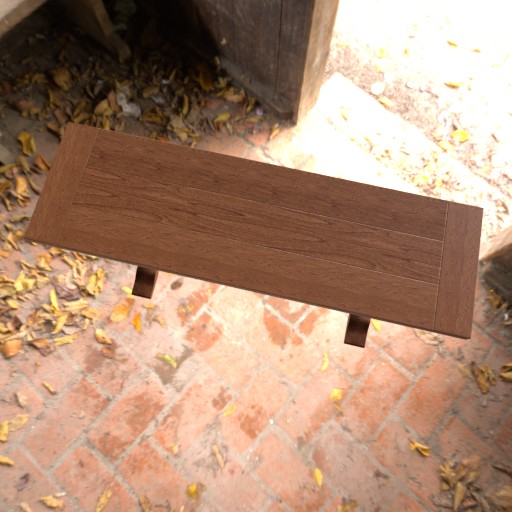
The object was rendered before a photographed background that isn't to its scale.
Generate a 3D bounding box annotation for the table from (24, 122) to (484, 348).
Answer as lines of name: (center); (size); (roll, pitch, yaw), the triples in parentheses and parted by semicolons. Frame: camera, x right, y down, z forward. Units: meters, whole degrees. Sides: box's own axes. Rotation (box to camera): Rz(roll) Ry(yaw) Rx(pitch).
table: (0.000, 0.000, 1.893); (1.478, 0.852, 0.461); (12, 75, 3)
